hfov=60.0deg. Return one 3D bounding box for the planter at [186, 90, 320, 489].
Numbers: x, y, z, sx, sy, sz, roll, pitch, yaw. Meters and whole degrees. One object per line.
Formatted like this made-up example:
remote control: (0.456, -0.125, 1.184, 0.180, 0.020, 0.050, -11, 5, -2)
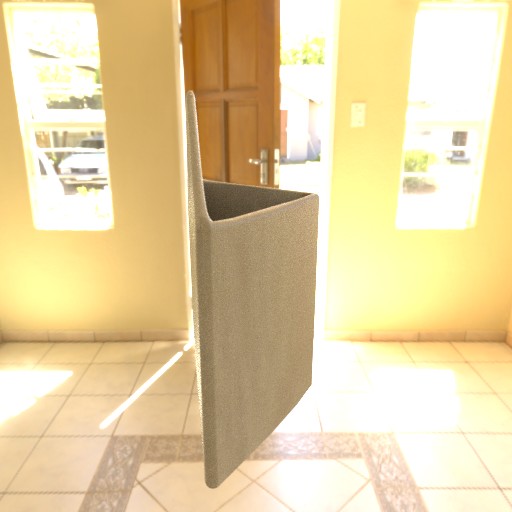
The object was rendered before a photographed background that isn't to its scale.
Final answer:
planter: (0.000, 0.000, 0.277, 0.080, 0.194, 0.163, -3, 17, -9)
